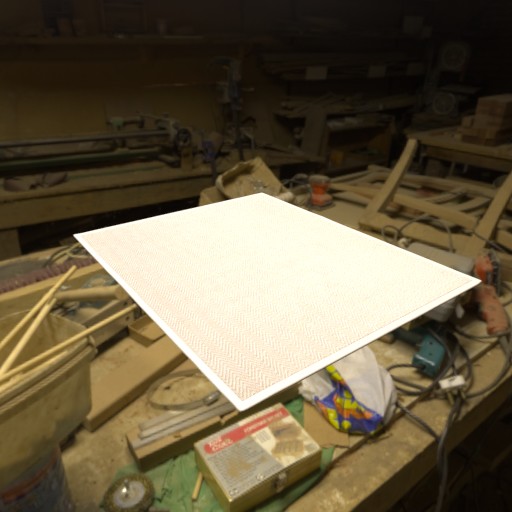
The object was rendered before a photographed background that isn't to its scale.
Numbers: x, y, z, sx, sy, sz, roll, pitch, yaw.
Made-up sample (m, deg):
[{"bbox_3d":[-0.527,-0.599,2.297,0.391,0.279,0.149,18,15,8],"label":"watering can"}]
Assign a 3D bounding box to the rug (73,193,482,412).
[{"bbox_3d":[0.000,0.000,4.079,2.423,0.019,3.009,-18,31,-32],"label":"rug"}]
